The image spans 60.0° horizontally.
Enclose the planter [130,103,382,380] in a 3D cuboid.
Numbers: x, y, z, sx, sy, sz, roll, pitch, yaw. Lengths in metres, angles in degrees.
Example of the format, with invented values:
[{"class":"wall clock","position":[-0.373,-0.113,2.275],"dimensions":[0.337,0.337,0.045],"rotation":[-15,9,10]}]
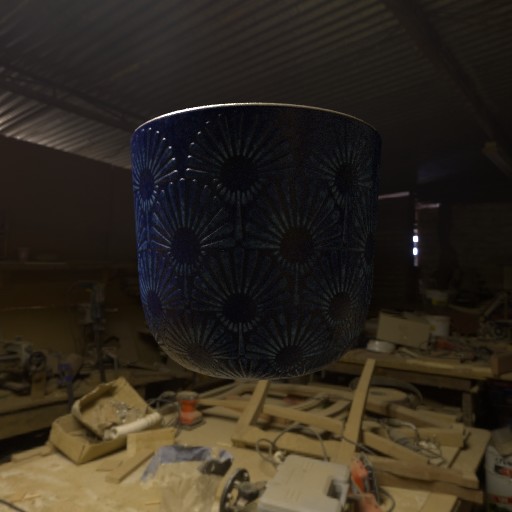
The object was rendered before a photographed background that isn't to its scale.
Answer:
[{"class":"planter","position":[0.000,0.000,0.308],"dimensions":[0.170,0.153,0.170],"rotation":[0,-2,0]}]
